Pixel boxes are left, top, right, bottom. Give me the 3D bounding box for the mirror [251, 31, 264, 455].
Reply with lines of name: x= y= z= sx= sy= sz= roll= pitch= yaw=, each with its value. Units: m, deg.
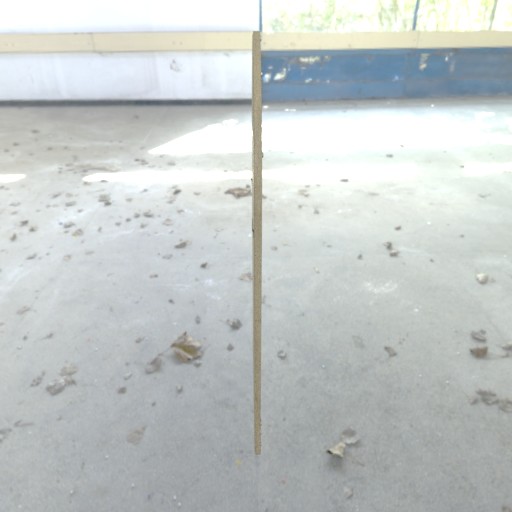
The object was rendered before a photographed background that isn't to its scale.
mirror: x=0.000 y=0.000 z=1.296 sx=0.025 sy=1.175 sz=0.464 roll=-1 pitch=30 yaw=-1
